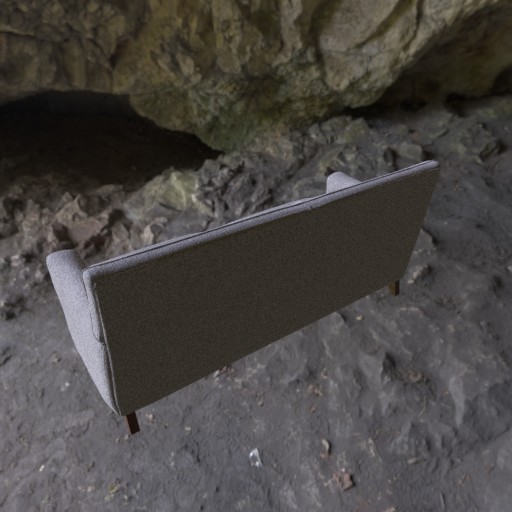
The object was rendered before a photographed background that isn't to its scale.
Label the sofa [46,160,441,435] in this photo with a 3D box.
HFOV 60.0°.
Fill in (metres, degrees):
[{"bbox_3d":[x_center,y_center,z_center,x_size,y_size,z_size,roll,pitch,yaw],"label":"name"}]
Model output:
[{"bbox_3d":[0.000,0.000,2.503,2.026,0.942,0.854,-20,36,-30],"label":"sofa"}]
